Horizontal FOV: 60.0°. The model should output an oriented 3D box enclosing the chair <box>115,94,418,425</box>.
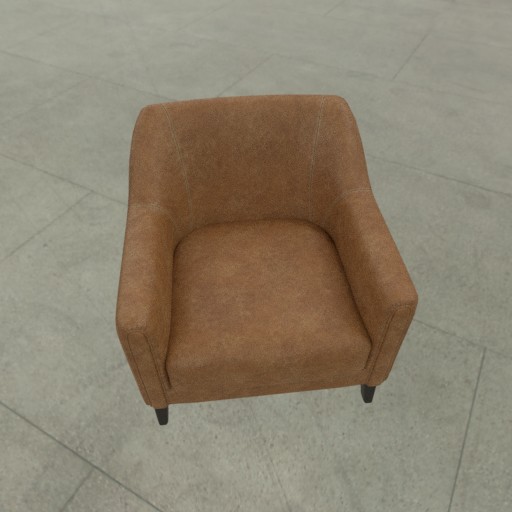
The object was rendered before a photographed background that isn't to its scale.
[{"bbox_3d":[0.000,0.000,1.898,1.037,0.980,1.034,-5,46,-4],"label":"chair"}]
